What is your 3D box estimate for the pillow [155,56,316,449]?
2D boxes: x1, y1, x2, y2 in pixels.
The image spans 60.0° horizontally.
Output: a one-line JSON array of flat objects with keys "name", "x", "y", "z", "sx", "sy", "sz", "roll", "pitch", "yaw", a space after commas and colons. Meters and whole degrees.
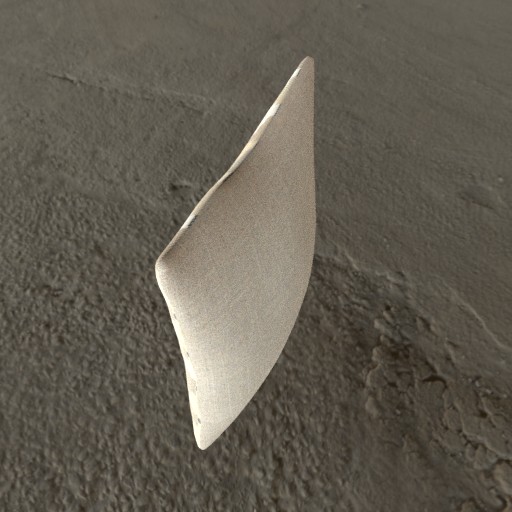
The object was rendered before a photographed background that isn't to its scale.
[{"name": "pillow", "x": 0.000, "y": 0.000, "z": 0.858, "sx": 0.192, "sy": 0.558, "sz": 0.578, "roll": 16, "pitch": 49, "yaw": 15}]
